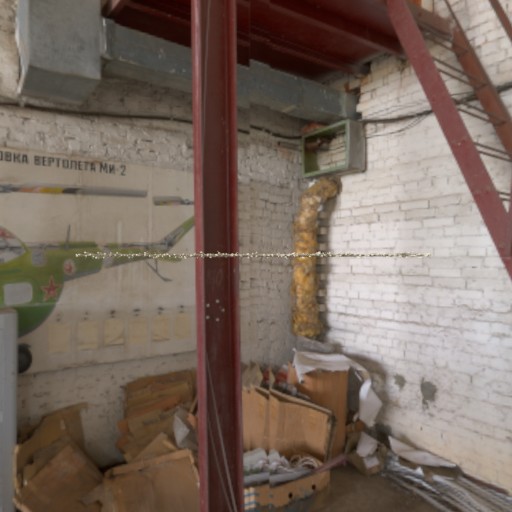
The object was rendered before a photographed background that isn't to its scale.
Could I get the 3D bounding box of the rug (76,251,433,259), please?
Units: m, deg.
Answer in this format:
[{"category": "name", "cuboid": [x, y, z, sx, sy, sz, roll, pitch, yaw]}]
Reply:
[{"category": "rug", "cuboid": [0.000, 0.000, 2.506, 1.224, 0.028, 2.023, 0, 0, 0]}]
